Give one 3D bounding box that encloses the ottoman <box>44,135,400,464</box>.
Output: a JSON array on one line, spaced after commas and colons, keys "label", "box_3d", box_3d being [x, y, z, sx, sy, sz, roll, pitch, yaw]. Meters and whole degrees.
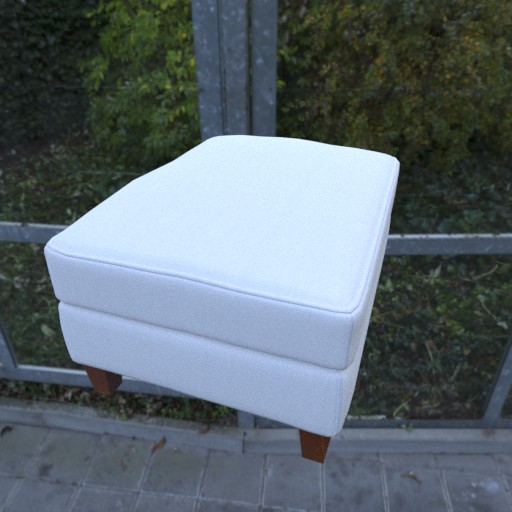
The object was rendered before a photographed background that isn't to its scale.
[{"label": "ottoman", "box_3d": [0.000, 0.000, 1.174, 0.634, 0.479, 0.818, 10, 32, 17]}]
